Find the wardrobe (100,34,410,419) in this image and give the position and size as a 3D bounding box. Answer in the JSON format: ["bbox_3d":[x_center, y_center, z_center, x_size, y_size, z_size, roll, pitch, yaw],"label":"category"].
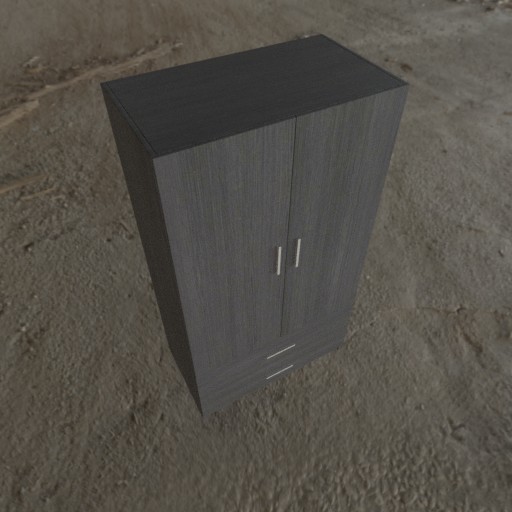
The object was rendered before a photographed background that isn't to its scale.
[{"bbox_3d":[0.000,0.000,2.268,0.991,1.808,0.577,-22,50,-20],"label":"wardrobe"}]
